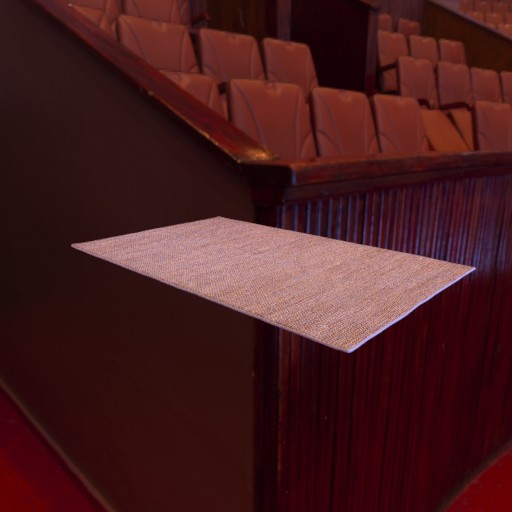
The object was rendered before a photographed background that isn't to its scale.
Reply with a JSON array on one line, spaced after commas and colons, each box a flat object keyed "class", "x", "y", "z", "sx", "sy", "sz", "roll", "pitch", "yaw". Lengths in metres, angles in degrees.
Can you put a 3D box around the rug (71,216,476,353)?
[{"class": "rug", "x": 0.000, "y": 0.000, "z": 3.104, "sx": 2.438, "sy": 0.034, "sz": 1.521, "roll": 15, "pitch": 22, "yaw": 41}]
